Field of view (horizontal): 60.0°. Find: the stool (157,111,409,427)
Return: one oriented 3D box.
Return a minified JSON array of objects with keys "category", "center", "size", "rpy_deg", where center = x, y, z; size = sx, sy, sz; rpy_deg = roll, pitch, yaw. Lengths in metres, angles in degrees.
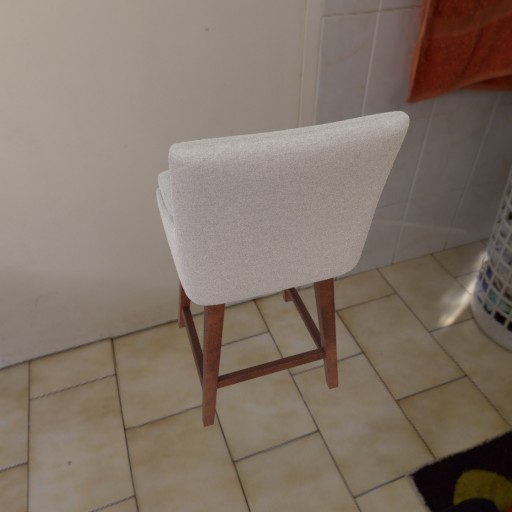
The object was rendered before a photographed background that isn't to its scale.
[{"category":"stool","center":[0.000,0.000,1.260],"size":[0.469,0.991,0.559],"rpy_deg":[-12,43,-13]}]
